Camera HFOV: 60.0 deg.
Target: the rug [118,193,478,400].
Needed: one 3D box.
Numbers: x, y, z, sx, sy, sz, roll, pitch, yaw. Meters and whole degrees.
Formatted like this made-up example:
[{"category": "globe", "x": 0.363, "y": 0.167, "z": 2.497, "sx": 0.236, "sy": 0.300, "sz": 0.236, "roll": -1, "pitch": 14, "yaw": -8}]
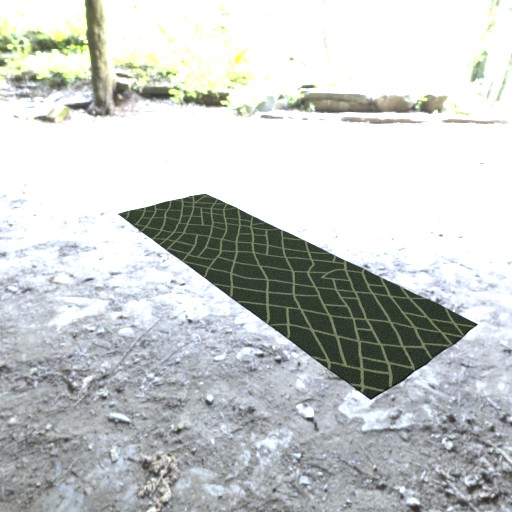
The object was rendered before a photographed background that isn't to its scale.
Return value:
[{"category": "rug", "x": 0.000, "y": 0.000, "z": 2.762, "sx": 0.807, "sy": 0.010, "sz": 2.476, "roll": -19, "pitch": 33, "yaw": -33}]
